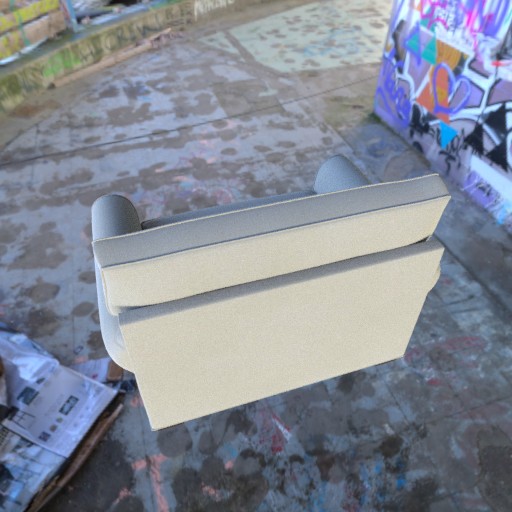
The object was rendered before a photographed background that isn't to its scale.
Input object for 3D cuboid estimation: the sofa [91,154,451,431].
[{"bbox_3d":[0.000,0.000,2.075,1.405,1.006,0.937,-12,44,-13],"label":"sofa"}]
